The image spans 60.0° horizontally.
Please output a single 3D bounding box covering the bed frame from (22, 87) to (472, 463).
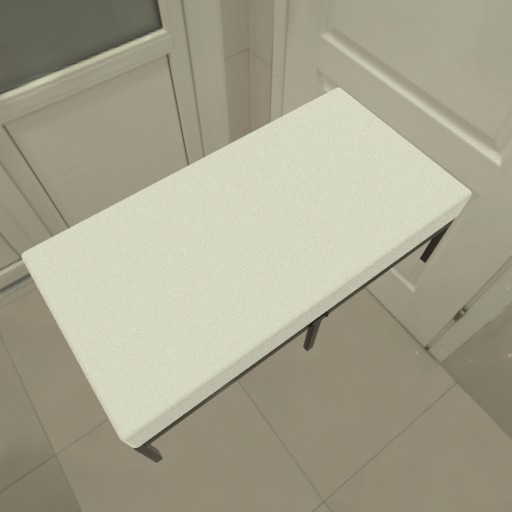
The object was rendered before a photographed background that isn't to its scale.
[{"bbox_3d":[0.000,0.000,2.383,1.950,0.659,1.023,-32,64,-18],"label":"bed frame"}]
